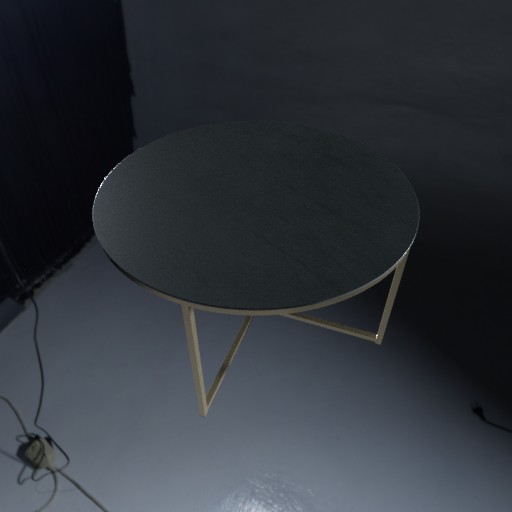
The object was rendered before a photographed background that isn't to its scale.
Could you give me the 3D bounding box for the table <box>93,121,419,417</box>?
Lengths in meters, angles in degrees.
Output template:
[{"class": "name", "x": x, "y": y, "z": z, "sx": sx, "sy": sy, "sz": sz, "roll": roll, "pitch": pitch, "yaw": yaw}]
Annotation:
[{"class": "table", "x": 0.000, "y": 0.000, "z": 1.276, "sx": 0.800, "sy": 0.450, "sz": 0.800, "roll": 0, "pitch": 42, "yaw": 0}]
